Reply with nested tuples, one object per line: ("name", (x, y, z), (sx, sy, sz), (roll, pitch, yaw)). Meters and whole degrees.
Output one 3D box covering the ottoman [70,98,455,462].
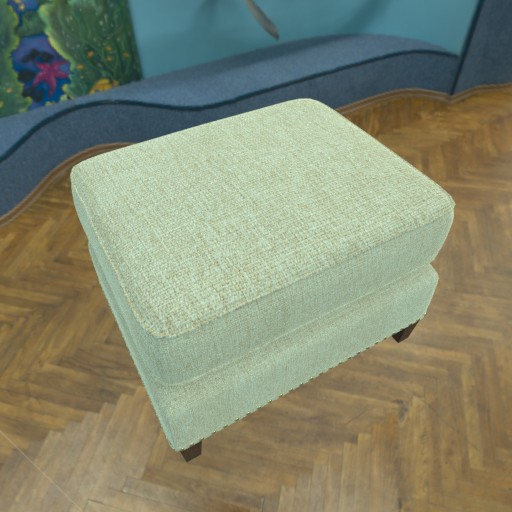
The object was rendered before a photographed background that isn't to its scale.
("ottoman", (0.000, 0.000, 1.125), (0.738, 0.537, 0.589), (-23, 50, -20))
